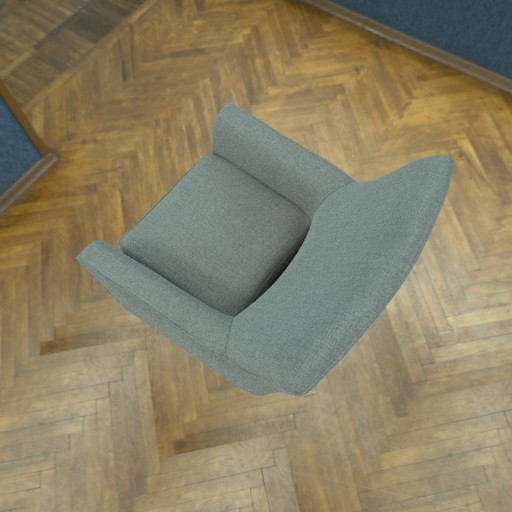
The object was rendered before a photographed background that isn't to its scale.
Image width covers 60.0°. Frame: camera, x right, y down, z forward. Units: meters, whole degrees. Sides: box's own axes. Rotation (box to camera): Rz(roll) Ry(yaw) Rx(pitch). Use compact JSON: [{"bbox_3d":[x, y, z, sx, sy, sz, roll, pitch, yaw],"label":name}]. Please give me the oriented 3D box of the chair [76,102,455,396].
[{"bbox_3d":[0.000,0.000,1.748,0.993,1.047,0.887,33,69,14],"label":"chair"}]
